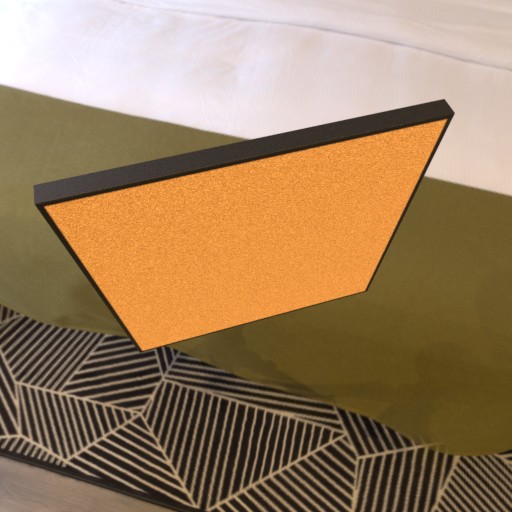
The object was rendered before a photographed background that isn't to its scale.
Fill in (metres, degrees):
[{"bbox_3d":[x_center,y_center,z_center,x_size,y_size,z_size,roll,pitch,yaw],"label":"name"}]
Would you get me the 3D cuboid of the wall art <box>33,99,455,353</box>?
[{"bbox_3d":[0.000,0.000,1.121,0.769,0.766,0.042,-14,60,-8],"label":"wall art"}]
